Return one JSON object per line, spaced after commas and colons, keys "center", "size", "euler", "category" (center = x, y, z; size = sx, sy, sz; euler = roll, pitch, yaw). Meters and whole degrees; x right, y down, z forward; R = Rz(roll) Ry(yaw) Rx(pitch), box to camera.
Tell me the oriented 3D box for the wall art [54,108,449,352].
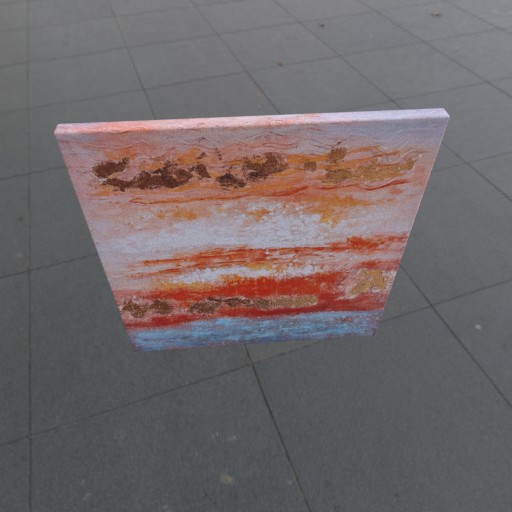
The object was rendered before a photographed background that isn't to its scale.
{"center": [0.000, 0.000, 1.111], "size": [0.747, 0.747, 0.035], "euler": [-3, 46, -3], "category": "wall art"}
